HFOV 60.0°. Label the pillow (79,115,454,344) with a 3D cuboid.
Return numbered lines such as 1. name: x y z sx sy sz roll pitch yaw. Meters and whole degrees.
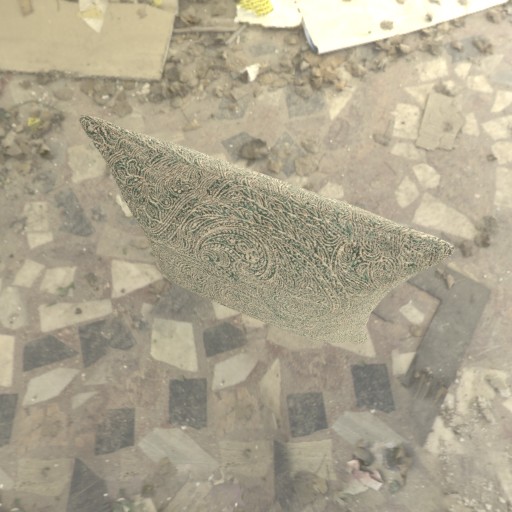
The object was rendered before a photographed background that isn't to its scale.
1. pillow: 0.000 0.000 0.800 0.526 0.507 0.166 21 67 9
